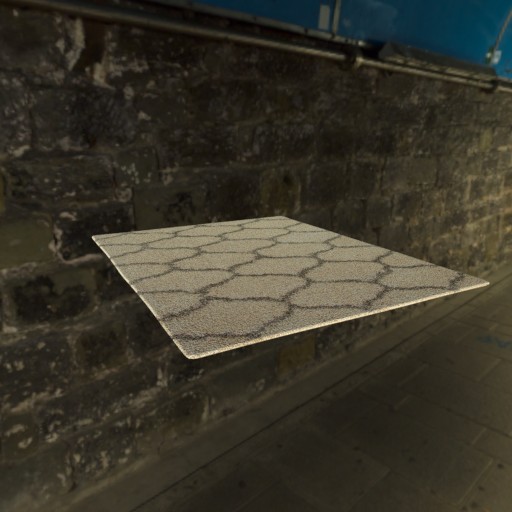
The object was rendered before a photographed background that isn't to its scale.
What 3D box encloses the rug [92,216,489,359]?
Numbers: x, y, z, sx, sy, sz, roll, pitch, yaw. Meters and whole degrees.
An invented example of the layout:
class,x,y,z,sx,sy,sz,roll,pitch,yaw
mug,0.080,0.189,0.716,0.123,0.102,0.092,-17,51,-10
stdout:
class,x,y,z,sx,sy,sz,roll,pitch,yaw
rug,0.000,0.000,4.043,2.399,0.026,3.000,-8,18,-27
